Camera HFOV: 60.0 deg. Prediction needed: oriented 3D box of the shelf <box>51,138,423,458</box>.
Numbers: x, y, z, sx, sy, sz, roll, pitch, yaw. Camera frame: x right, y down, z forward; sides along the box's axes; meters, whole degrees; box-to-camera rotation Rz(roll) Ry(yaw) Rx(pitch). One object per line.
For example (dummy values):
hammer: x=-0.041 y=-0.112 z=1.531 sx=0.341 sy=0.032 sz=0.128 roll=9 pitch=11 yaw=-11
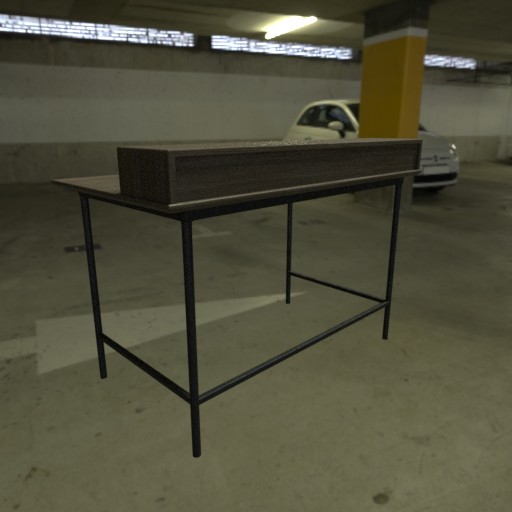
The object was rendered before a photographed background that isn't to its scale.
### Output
shelf: x=0.000 y=0.000 z=1.714 sx=1.212 sy=0.865 sz=0.685 roll=-15 pitch=22 yaw=-42
